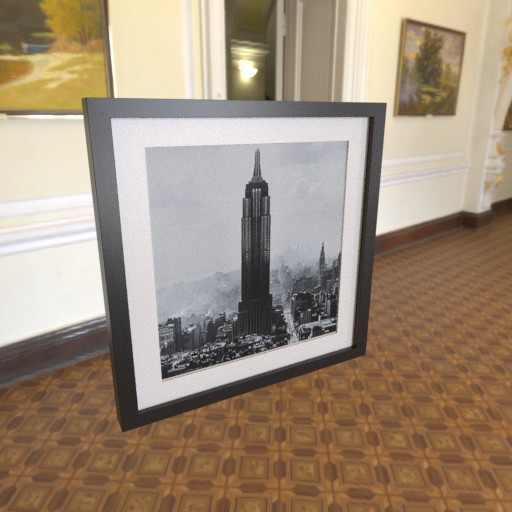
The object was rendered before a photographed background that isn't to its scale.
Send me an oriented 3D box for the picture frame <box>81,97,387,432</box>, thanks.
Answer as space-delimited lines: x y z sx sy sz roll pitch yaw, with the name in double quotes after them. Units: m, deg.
0.000 0.000 0.534 0.355 0.353 0.029 -9 20 -27 "picture frame"
